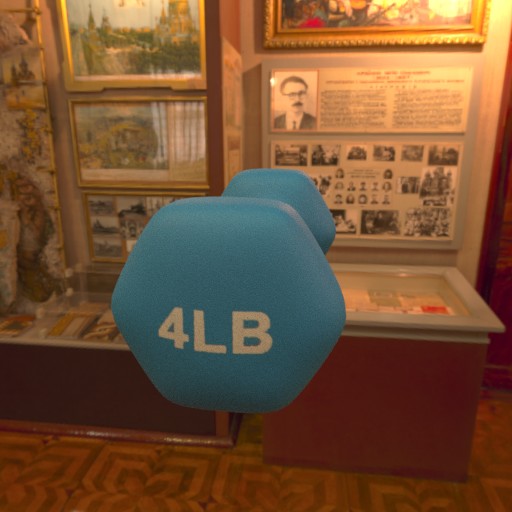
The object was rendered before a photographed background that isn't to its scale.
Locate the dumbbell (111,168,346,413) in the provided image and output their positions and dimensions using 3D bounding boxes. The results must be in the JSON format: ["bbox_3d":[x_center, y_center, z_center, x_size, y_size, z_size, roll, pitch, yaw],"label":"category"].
[{"bbox_3d":[0.000,0.000,0.195,0.074,0.066,0.152,2,16,9],"label":"dumbbell"}]
